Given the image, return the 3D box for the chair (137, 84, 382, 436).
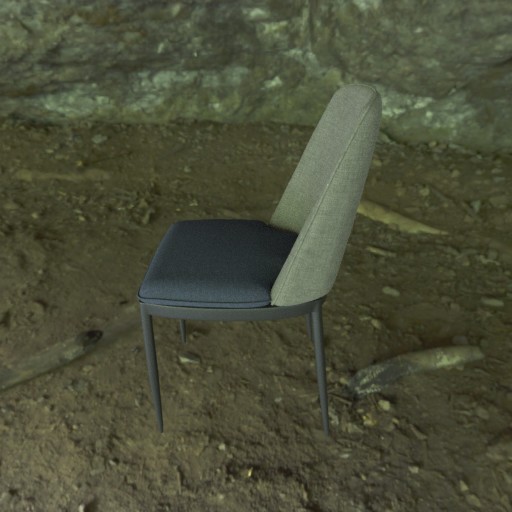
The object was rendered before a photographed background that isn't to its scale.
[{"bbox_3d":[0.000,0.000,1.188,0.550,0.855,0.488,0,25,0],"label":"chair"}]
